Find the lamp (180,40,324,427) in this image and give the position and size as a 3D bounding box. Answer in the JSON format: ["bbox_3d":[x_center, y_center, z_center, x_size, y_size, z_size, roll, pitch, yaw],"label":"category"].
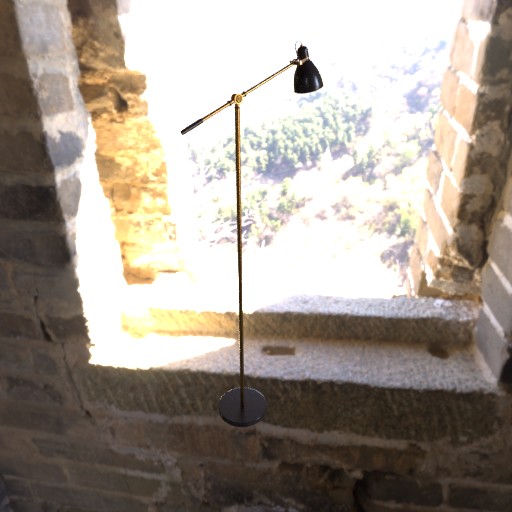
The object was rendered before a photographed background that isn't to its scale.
[{"bbox_3d":[0.000,0.000,1.864,0.618,1.628,0.235,-18,32,-32],"label":"lamp"}]
